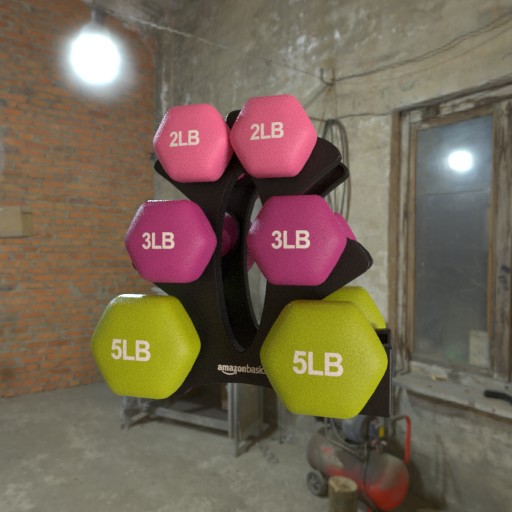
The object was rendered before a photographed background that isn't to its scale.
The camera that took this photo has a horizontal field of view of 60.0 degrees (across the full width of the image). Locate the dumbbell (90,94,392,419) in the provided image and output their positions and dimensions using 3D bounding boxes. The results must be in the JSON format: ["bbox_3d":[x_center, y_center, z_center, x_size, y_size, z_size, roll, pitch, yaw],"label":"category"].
[{"bbox_3d":[0.000,0.000,0.439,0.257,0.261,0.203,0,0,17],"label":"dumbbell"}]
